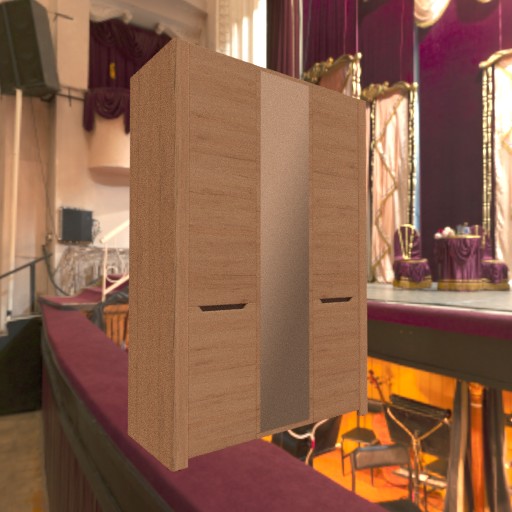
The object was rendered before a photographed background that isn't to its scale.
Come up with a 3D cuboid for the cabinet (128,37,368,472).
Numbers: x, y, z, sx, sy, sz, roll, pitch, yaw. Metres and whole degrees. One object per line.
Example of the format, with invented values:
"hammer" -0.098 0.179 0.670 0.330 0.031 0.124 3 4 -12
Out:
"cabinet" 0.000 0.000 2.749 1.400 2.070 0.580 1 -2 -36
